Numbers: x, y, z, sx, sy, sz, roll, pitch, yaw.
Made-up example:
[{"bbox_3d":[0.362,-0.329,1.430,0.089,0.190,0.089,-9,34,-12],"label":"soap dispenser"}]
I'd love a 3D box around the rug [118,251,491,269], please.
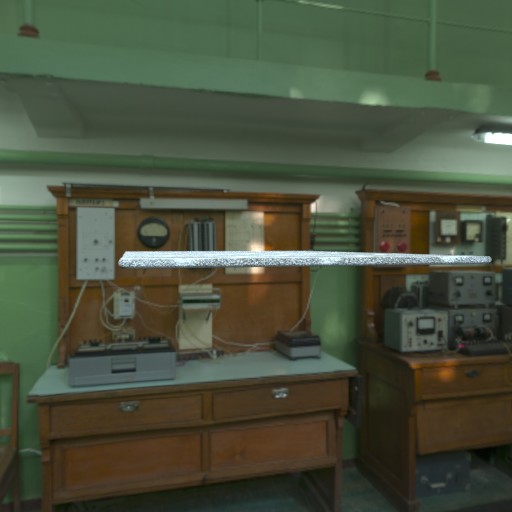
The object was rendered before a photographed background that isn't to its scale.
[{"bbox_3d":[0.000,0.000,2.083,1.200,0.025,1.600,0,1,-16],"label":"rug"}]
